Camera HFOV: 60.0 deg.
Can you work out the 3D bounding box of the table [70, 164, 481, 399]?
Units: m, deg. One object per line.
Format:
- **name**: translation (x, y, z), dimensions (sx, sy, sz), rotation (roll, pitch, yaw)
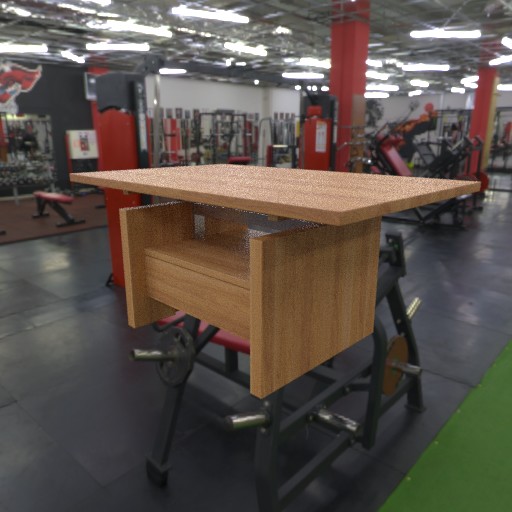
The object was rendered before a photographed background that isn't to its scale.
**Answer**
- **table**: translation (0.000, 0.000, 1.453), dimensions (1.100, 0.510, 0.700), rotation (15, 21, 42)
